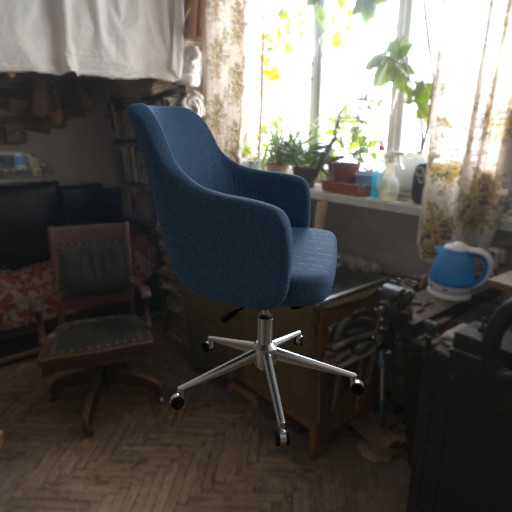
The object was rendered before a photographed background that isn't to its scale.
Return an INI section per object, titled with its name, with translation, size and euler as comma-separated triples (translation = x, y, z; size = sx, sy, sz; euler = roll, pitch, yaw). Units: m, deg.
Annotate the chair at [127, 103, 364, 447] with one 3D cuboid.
[chair]
translation = 0.000, 0.000, 1.264
size = 0.655, 0.820, 0.599
euler = 3, 17, 10
